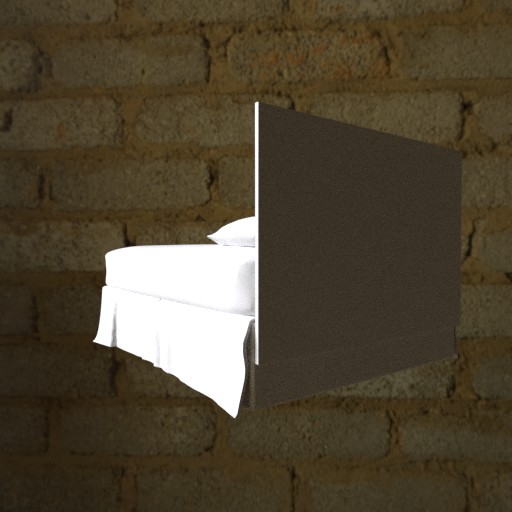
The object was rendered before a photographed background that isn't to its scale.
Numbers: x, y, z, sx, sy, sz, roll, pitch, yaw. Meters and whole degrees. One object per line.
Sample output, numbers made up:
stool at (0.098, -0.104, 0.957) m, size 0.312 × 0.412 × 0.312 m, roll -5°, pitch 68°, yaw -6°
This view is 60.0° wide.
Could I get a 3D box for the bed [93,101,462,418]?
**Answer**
bed at (0.000, 0.000, 3.150) m, size 1.745 × 1.335 × 2.094 m, roll -1°, pitch 1°, yaw -36°
